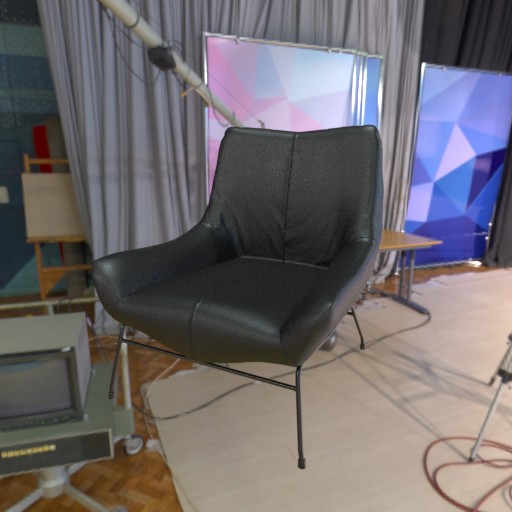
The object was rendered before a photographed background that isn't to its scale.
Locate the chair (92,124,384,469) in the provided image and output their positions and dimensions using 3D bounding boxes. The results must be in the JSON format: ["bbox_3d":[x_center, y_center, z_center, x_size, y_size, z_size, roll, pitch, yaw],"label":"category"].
[{"bbox_3d":[0.000,0.000,1.608,0.836,0.922,0.826,8,17,27],"label":"chair"}]
